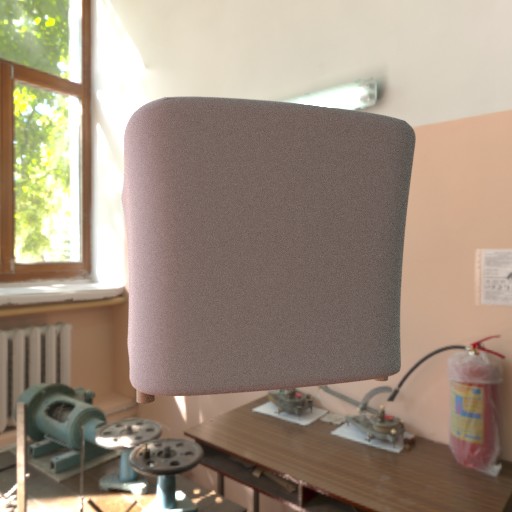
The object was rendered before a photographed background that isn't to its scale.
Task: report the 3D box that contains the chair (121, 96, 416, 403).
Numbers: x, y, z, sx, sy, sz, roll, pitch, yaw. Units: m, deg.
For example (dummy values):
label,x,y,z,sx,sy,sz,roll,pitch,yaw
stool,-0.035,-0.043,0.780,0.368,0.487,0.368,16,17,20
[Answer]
label,x,y,z,sx,sy,sz,roll,pitch,yaw
chair,0.000,0.000,1.349,0.790,0.720,0.700,0,1,-16
